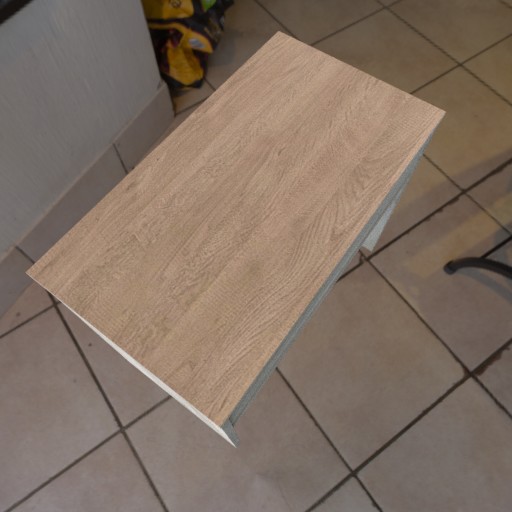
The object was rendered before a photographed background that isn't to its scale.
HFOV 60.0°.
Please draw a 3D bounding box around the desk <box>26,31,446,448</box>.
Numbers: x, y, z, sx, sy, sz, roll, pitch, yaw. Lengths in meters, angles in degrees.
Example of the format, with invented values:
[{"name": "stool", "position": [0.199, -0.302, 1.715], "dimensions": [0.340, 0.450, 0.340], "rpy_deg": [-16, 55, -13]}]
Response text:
[{"name": "desk", "position": [0.000, 0.000, 1.312], "dimensions": [0.498, 0.724, 0.893], "rpy_deg": [33, 68, 15]}]
